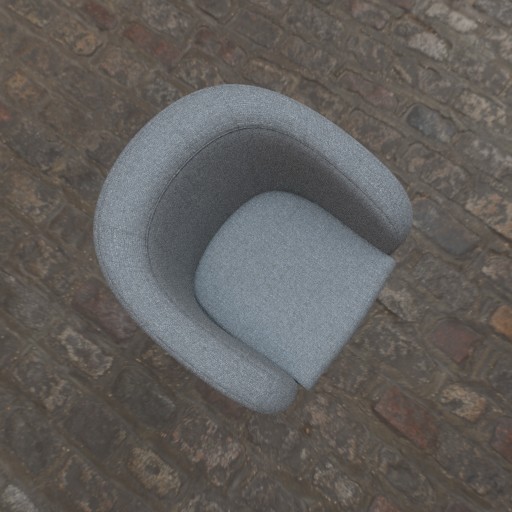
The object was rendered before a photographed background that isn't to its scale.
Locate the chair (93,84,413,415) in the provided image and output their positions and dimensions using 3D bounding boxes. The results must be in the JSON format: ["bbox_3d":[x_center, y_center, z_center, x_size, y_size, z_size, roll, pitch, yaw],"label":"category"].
[{"bbox_3d":[0.000,0.000,1.481,0.815,0.771,0.791,36,80,8],"label":"chair"}]
